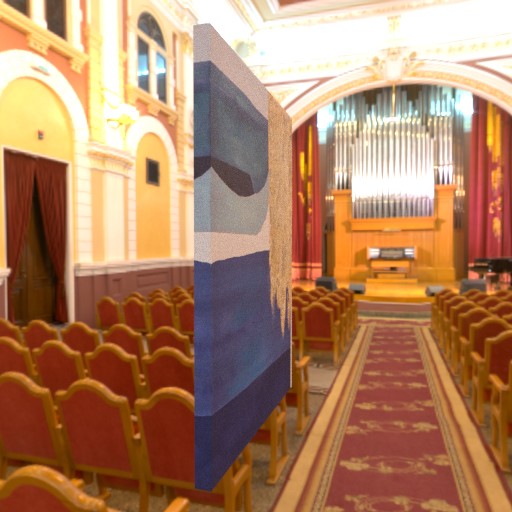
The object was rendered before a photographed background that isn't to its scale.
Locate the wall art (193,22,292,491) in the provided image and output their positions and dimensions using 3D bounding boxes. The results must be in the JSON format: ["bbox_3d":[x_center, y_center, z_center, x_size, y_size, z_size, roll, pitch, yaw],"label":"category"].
[{"bbox_3d":[0.000,0.000,0.801,0.026,0.613,0.458,0,1,18],"label":"wall art"}]
